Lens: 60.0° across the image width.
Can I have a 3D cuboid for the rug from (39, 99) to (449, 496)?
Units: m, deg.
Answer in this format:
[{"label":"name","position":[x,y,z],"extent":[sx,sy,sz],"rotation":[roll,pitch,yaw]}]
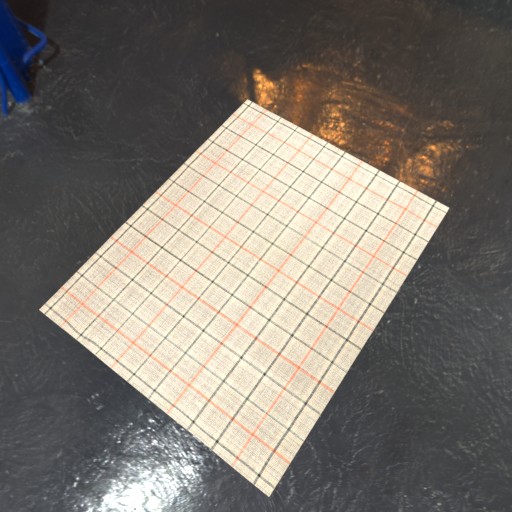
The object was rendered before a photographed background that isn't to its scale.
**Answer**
[{"label":"rug","position":[0.000,0.000,4.076],"extent":[2.444,0.012,3.048],"rotation":[33,68,15]}]
